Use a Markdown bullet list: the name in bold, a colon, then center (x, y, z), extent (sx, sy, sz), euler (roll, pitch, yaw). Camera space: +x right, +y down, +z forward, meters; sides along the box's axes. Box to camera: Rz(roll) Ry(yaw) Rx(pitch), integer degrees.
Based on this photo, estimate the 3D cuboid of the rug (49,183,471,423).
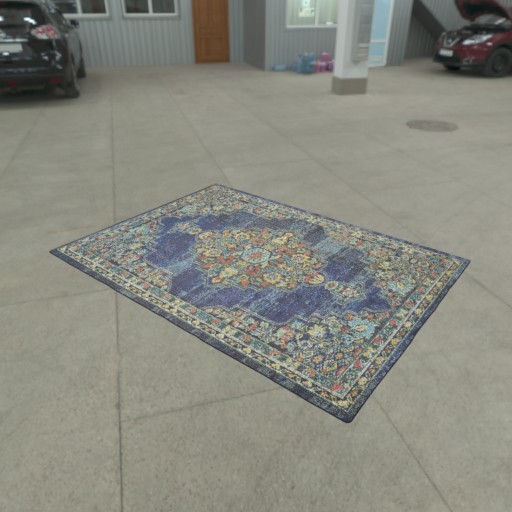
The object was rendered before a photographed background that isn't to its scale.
- **rug**: center (0.000, 0.000, 2.883), extent (2.232, 0.009, 1.630), euler (22, 36, 33)
